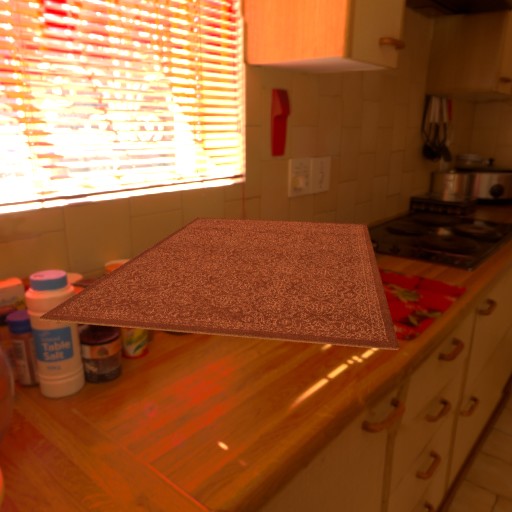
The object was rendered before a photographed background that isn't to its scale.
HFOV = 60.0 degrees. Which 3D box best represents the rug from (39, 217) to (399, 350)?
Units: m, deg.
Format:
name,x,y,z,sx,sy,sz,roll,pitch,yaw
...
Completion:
name,x,y,z,sx,sy,sz,roll,pitch,yaw
rug,0.000,0.000,2.308,1.219,0.010,1.829,3,16,10
